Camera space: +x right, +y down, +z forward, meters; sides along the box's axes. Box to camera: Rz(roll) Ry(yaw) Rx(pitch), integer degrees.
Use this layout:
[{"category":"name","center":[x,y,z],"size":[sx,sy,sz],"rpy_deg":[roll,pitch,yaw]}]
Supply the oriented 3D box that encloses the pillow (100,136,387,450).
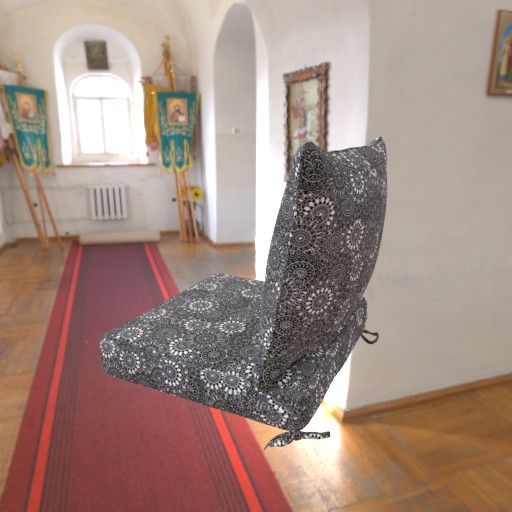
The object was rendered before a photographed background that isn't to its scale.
[{"category":"pillow","center":[0.000,0.000,1.386],"size":[0.740,0.722,0.798],"rpy_deg":[8,18,25]}]
